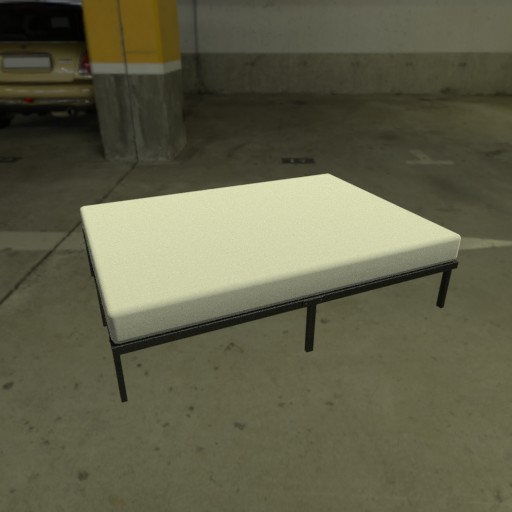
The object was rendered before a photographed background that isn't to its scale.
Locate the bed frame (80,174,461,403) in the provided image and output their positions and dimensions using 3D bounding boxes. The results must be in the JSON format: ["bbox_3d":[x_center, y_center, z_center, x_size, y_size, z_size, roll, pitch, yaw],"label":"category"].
[{"bbox_3d":[0.000,0.000,3.804,2.842,0.680,2.205,-8,27,-15],"label":"bed frame"}]
